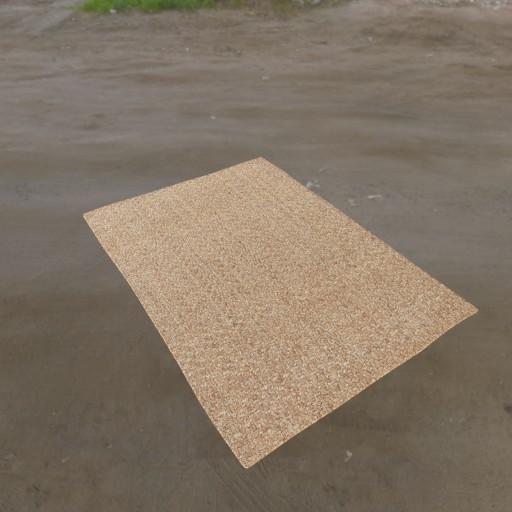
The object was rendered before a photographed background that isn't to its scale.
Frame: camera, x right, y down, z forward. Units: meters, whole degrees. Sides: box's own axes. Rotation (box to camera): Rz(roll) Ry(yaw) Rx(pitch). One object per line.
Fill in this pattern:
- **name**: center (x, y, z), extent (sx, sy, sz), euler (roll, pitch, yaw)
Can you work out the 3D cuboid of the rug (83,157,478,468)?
- **rug**: center (0.000, 0.000, 2.772), extent (1.566, 0.013, 2.141), euler (-24, 45, -25)
